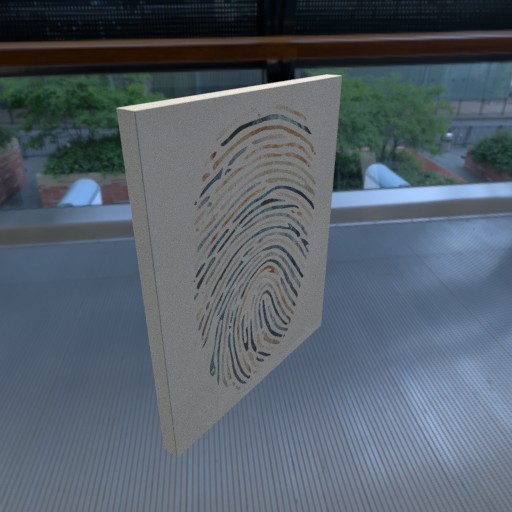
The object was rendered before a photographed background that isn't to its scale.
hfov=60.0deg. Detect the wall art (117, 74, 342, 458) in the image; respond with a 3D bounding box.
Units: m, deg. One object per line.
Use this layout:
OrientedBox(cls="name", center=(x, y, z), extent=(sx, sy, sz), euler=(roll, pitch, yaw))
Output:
OrientedBox(cls="wall art", center=(0.000, 0.000, 0.848), extent=(0.037, 0.606, 0.508), euler=(20, 34, 33))
